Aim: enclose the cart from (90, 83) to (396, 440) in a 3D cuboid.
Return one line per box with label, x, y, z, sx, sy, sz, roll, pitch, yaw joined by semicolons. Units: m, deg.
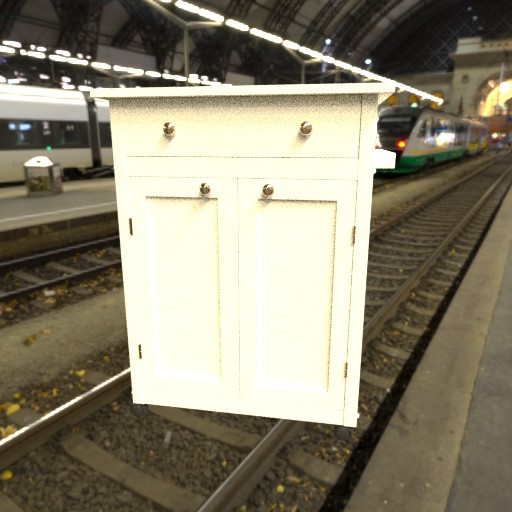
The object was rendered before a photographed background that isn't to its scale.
cart;0.000;0.000;1.263;0.683;0.864;0.442;3;15;10
